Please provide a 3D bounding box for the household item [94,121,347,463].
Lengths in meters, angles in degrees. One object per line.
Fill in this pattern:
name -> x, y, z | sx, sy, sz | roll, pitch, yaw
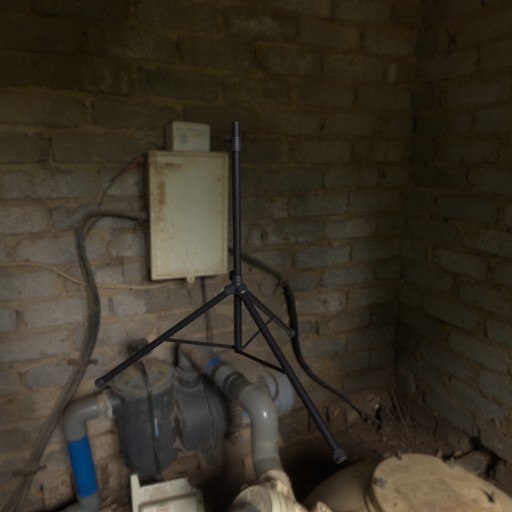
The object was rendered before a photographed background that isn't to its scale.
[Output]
household item -> 0.000, 0.000, 2.791 | 1.596, 1.595, 1.339 | 7, 15, 27
